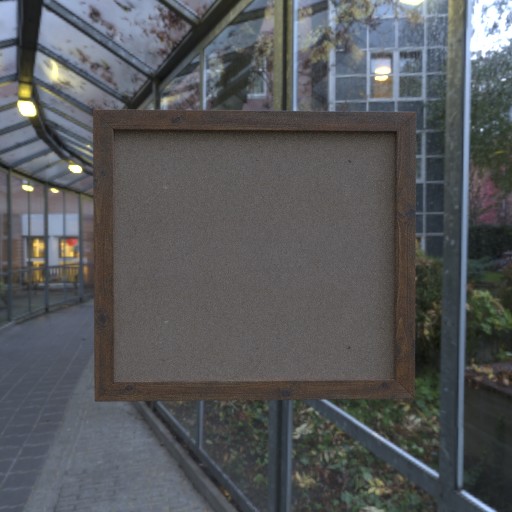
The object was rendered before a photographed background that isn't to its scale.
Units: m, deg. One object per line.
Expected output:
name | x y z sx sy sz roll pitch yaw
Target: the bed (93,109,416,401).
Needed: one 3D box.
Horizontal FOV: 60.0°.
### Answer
bed | 0.000 0.000 1.463 1.046 0.942 0.046 0 1 -2
